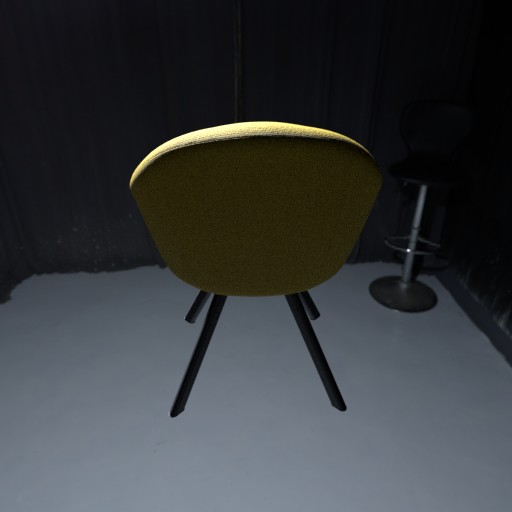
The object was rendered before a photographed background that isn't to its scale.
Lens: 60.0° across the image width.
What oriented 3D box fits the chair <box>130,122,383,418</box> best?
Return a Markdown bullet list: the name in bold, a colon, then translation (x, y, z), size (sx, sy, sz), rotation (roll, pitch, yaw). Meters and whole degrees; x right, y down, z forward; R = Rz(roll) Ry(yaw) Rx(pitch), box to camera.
- **chair**: translation (0.000, 0.000, 1.184), size (0.590, 0.795, 0.550), rotation (-1, 29, -2)
